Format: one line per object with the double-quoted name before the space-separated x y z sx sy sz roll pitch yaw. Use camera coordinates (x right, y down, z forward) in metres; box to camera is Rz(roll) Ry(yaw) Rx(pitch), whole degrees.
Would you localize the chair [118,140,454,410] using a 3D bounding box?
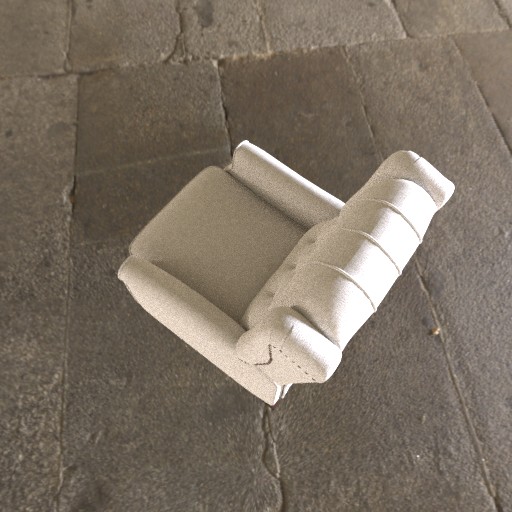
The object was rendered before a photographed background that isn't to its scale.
"chair" 0.000 0.000 1.619 0.902 1.035 0.742 34 68 16
